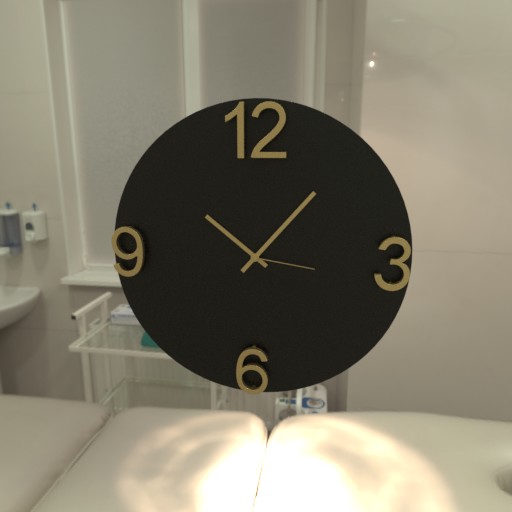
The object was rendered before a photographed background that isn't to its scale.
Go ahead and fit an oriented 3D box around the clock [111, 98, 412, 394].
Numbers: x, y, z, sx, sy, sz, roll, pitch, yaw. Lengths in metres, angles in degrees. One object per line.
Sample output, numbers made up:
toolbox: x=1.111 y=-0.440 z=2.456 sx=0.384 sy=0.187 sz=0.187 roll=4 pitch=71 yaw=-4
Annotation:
clock: x=0.000 y=0.000 z=0.672 sx=0.454 sy=0.454 sz=0.038 roll=2 pitch=13 yaw=9
